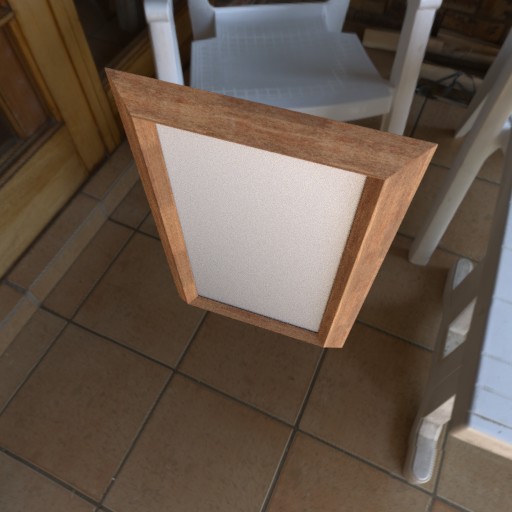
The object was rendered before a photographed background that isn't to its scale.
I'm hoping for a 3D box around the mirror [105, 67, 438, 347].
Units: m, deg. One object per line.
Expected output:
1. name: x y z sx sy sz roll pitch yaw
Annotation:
1. mirror: 0.000 0.000 1.241 0.651 1.010 0.047 16 60 10
